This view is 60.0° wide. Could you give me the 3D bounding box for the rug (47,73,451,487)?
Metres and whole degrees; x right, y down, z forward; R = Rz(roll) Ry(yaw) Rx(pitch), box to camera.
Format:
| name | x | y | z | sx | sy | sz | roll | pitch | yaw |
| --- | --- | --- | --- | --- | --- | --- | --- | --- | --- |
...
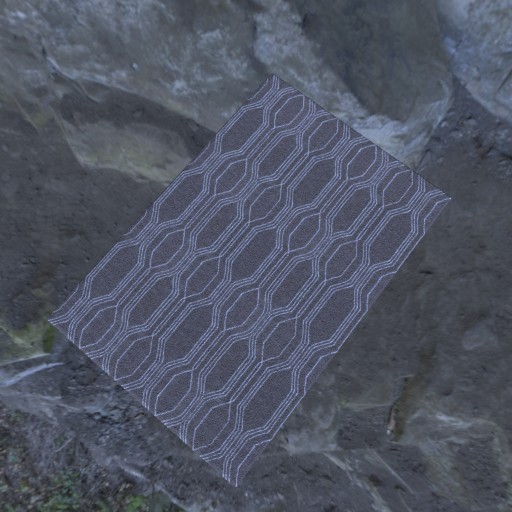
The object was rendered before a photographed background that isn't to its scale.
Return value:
| name | x | y | z | sx | sy | sz | roll | pitch | yaw |
| --- | --- | --- | --- | --- | --- | --- | --- | --- | --- |
| rug | 0.000 | 0.000 | 2.314 | 1.239 | 0.012 | 1.836 | 38 | 79 | 9 |
